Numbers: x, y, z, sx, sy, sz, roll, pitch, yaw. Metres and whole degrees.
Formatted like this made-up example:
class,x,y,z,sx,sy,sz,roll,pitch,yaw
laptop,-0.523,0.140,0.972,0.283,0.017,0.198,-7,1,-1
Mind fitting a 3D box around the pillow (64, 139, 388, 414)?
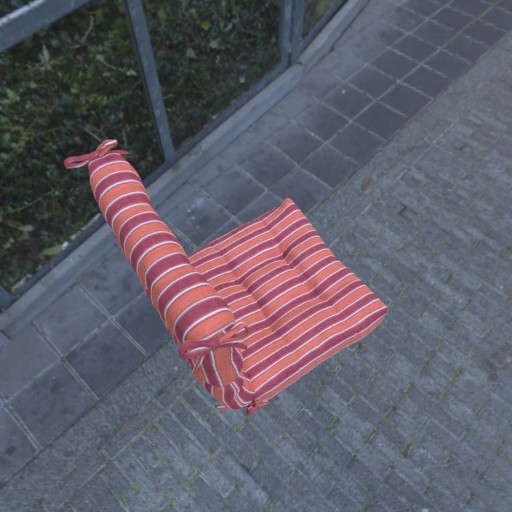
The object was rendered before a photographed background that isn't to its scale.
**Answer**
class,x,y,z,sx,sy,sz,roll,pitch,yaw
pillow,0.000,0.000,1.050,0.571,0.605,0.519,-29,62,-17
